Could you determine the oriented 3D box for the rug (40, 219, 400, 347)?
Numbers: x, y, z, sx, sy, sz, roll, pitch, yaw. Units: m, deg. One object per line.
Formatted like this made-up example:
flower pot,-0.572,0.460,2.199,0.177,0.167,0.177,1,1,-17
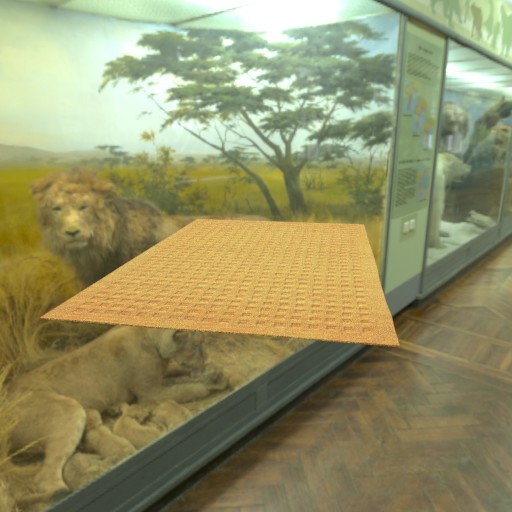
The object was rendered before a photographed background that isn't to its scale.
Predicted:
rug,0.000,0.000,2.188,1.143,0.006,1.747,3,16,9
